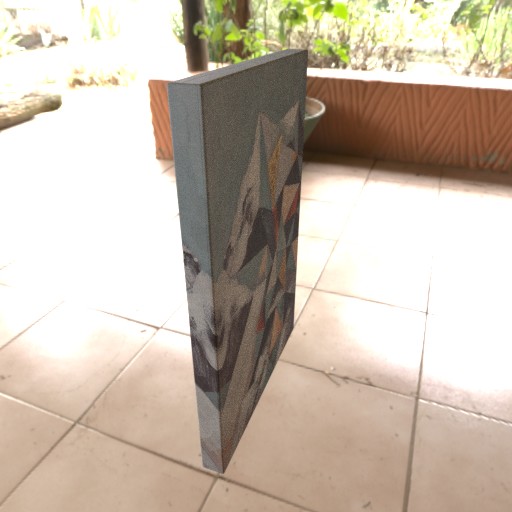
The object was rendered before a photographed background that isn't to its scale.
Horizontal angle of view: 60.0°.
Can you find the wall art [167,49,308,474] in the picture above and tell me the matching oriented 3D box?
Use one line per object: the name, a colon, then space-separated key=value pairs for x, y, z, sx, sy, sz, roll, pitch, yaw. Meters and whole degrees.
wall art: x=0.000 y=0.000 z=1.128 sx=0.061 sy=0.911 sz=0.609 roll=11 pitch=31 yaw=18
